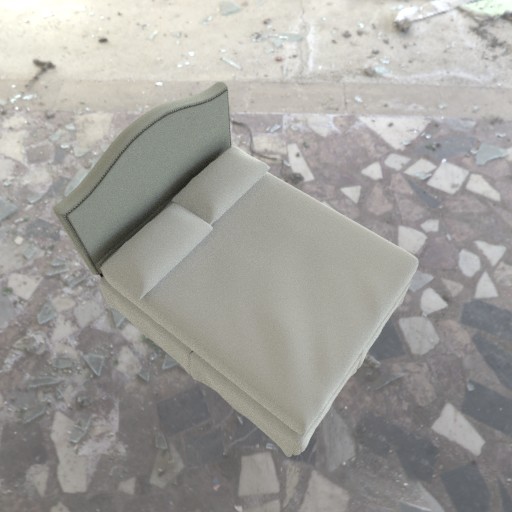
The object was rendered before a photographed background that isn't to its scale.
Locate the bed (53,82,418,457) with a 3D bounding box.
[{"bbox_3d":[0.000,0.000,3.478,2.180,1.607,1.813,33,63,19],"label":"bed"}]
